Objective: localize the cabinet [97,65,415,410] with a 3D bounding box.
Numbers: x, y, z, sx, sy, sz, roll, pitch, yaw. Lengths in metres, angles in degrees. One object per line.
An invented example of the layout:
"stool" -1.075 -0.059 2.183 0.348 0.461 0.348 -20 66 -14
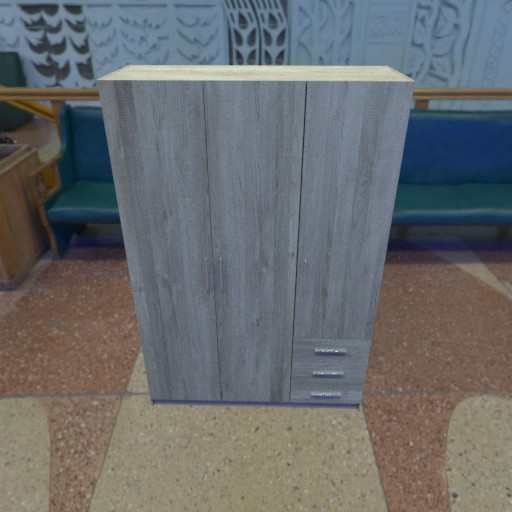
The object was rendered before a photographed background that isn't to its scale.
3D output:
"cabinet" 0.000 0.000 2.475 1.290 1.910 0.510 1 30 1
